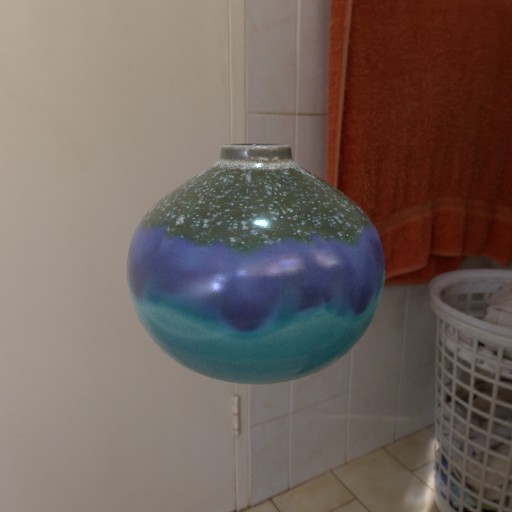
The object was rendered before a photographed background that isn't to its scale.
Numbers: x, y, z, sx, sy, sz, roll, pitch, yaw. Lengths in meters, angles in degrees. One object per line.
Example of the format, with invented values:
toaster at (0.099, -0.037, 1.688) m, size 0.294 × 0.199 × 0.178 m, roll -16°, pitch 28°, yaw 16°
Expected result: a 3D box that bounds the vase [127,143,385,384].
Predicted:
vase at (0.000, 0.000, 0.272) m, size 0.154 × 0.133 × 0.154 m, roll 0°, pitch 16°, yaw 0°
